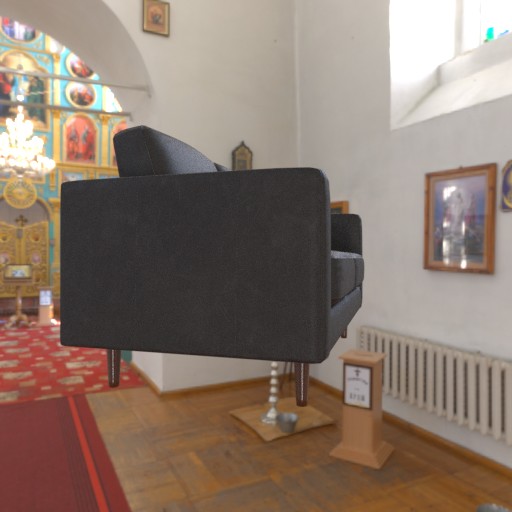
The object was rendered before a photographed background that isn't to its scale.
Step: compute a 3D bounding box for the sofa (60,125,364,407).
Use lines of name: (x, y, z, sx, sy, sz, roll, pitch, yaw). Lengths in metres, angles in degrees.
sofa: (0.000, 0.000, 1.974, 0.879, 0.899, 1.430, 0, 0, 17)
